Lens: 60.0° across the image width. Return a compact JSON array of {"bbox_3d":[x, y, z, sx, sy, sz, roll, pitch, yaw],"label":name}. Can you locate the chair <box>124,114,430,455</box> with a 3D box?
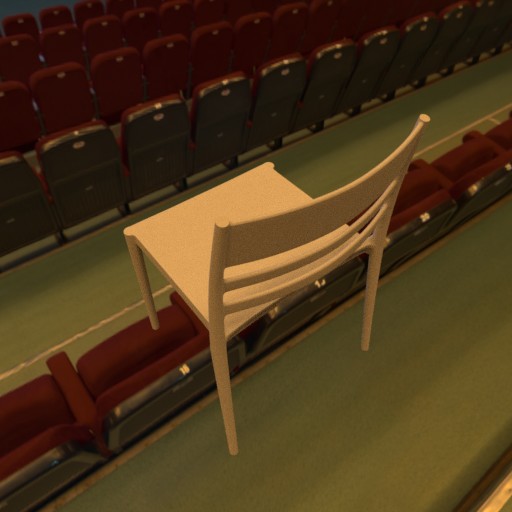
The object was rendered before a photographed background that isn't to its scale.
[{"bbox_3d":[0.000,0.000,1.115,0.531,0.800,0.511,-30,54,-25],"label":"chair"}]
